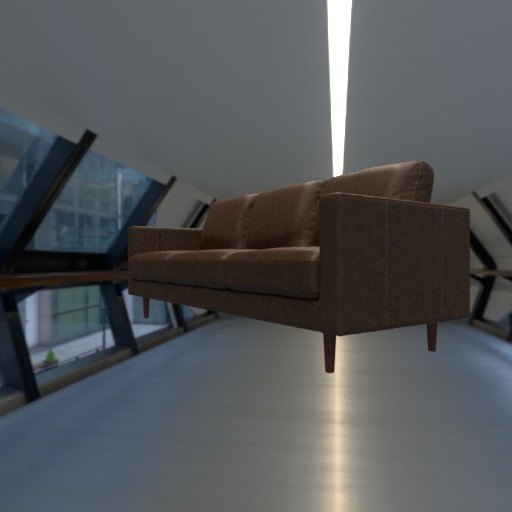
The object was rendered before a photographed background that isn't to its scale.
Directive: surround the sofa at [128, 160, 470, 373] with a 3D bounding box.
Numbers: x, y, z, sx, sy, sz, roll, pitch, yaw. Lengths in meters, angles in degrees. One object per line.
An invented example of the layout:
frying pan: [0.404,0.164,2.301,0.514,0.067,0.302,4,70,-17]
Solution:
sofa: [0.000,0.000,2.739,0.903,0.930,2.231,0,0,-35]
